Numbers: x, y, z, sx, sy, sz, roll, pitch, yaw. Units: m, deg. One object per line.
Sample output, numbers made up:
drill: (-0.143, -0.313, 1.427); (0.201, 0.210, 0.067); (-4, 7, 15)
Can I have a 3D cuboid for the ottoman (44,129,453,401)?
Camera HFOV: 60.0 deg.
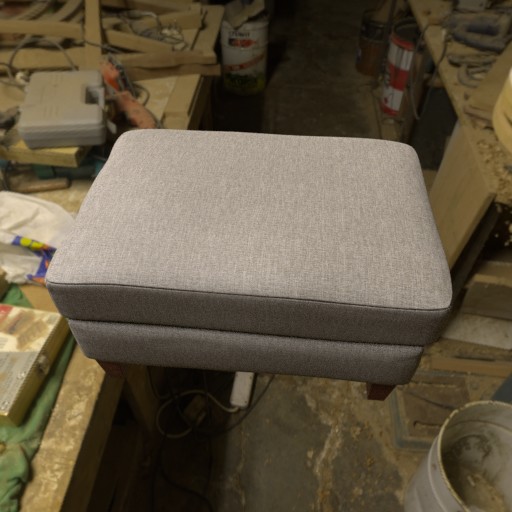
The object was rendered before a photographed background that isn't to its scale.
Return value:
ottoman: (0.000, 0.000, 1.241); (0.873, 0.494, 0.639); (4, 47, 4)
